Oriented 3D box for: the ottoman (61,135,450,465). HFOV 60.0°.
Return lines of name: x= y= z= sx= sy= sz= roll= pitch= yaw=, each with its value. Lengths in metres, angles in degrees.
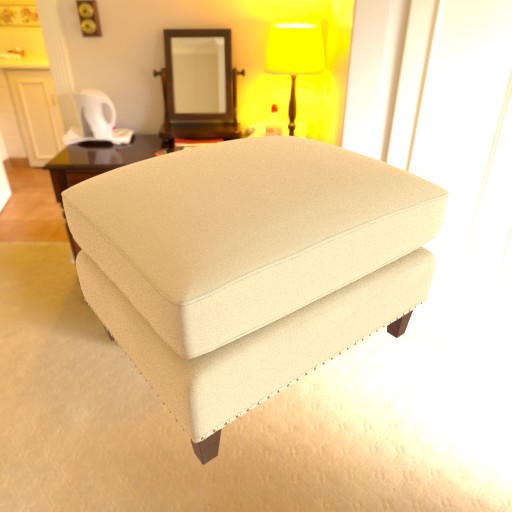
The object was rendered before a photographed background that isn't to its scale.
ottoman: x=0.000 y=0.000 z=1.127 sx=0.741 sy=0.513 sz=0.584 roll=-21 pitch=36 yaw=-32
